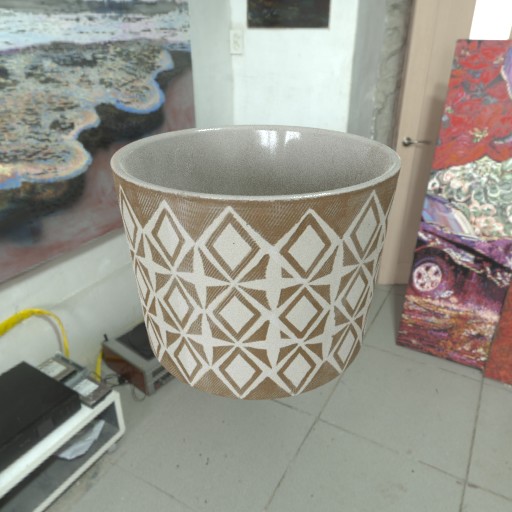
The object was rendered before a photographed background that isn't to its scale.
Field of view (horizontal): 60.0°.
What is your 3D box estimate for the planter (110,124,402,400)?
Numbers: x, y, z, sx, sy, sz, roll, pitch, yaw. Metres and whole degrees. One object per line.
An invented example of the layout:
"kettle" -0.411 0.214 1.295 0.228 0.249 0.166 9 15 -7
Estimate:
"planter" 0.000 0.000 0.462 0.260 0.220 0.260 0 27 0
